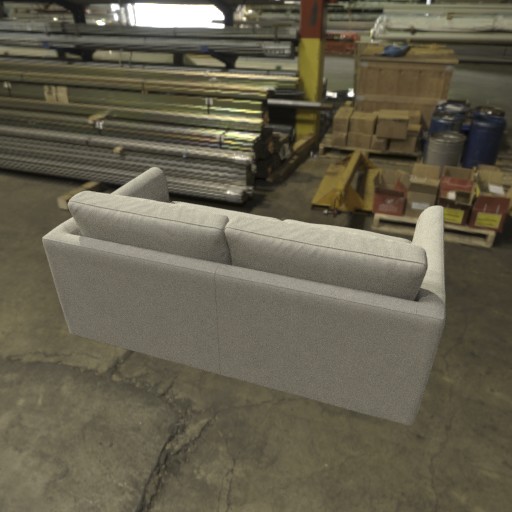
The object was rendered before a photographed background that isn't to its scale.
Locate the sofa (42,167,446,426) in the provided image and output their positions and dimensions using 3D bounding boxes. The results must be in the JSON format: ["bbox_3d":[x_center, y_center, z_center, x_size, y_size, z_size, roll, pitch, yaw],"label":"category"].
[{"bbox_3d":[0.000,0.000,2.480,1.905,0.839,1.091,11,33,16],"label":"sofa"}]
